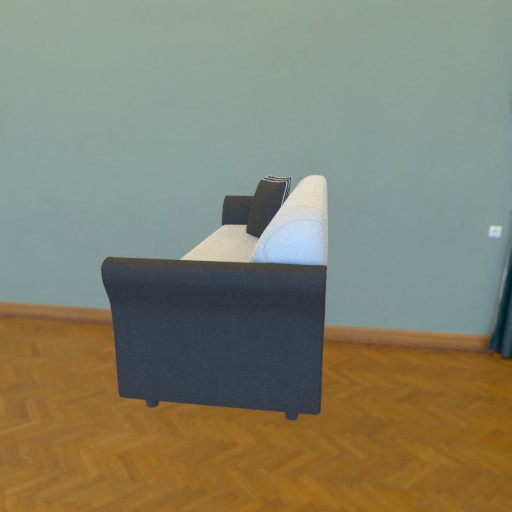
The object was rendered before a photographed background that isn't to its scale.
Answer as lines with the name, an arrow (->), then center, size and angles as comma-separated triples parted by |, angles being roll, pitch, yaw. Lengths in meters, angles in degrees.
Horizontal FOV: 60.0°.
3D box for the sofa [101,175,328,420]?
sofa -> 0.000, 0.000, 2.437 | 0.755, 0.787, 2.001 | 2, 14, 8
